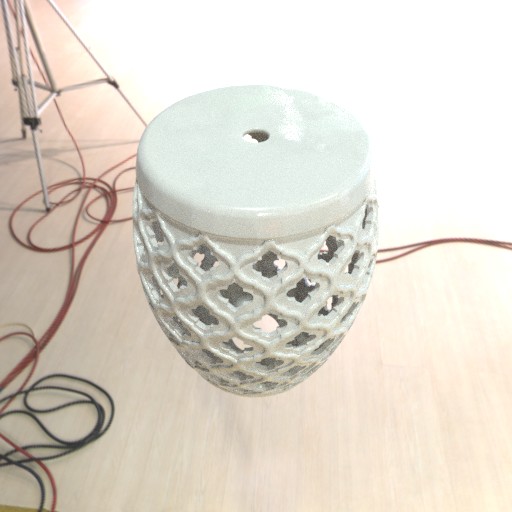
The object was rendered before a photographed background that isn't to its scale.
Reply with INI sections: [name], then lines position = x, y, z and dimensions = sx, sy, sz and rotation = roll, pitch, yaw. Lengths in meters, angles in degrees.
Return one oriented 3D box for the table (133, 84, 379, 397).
[table]
position = 0.000, 0.000, 0.631
dimensions = 0.325, 0.388, 0.325
rotation = 0, 46, 0
